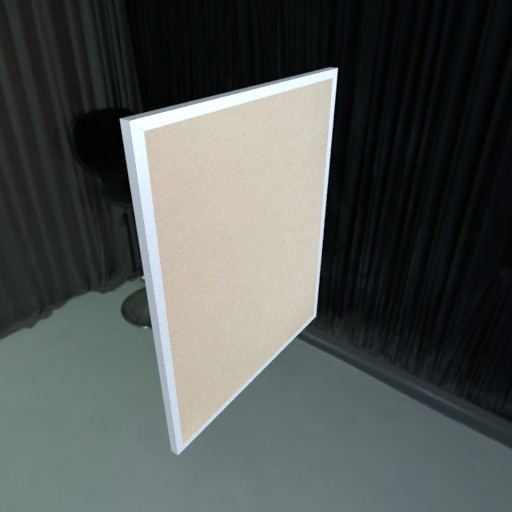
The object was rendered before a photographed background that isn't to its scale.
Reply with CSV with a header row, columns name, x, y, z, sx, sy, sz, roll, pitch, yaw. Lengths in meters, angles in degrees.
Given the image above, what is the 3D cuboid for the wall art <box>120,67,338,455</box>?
name,x,y,z,sx,sy,sz,roll,pitch,yaw
wall art,0.000,0.000,0.631,0.013,0.456,0.382,21,37,31
